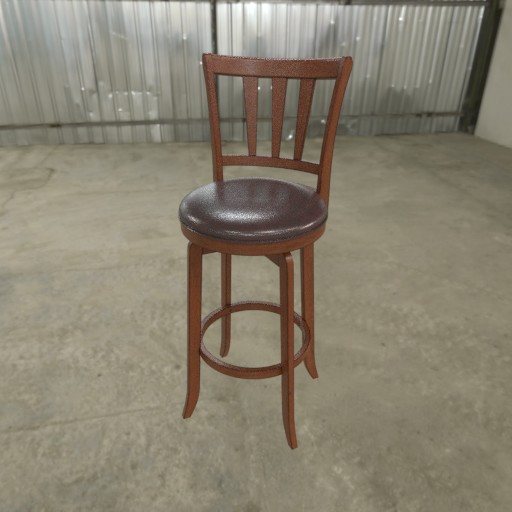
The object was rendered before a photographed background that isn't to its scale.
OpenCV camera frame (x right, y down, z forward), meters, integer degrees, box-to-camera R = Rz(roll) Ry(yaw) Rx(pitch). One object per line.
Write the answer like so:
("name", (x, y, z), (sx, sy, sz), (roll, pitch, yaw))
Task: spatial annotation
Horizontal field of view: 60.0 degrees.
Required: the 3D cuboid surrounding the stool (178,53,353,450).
("stool", (0.000, 0.000, 1.440), (0.464, 1.177, 0.503), (9, 29, 16))
